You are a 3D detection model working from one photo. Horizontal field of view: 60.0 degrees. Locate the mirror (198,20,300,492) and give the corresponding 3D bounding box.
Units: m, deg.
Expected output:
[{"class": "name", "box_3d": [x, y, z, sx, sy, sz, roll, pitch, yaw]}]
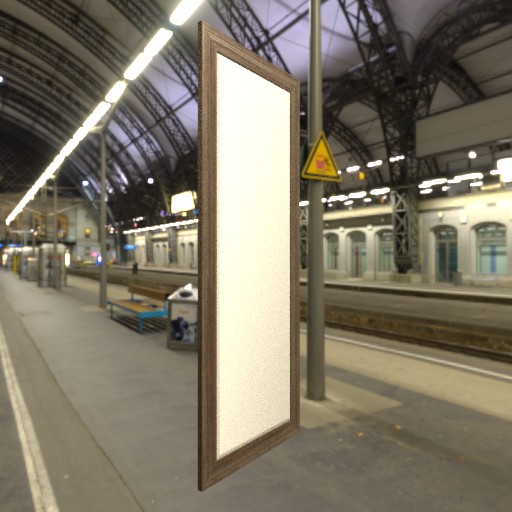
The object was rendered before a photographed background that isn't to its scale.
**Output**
[{"class": "mirror", "box_3d": [0.000, 0.000, 2.243, 0.025, 2.032, 0.812, 0, 0, 37]}]
